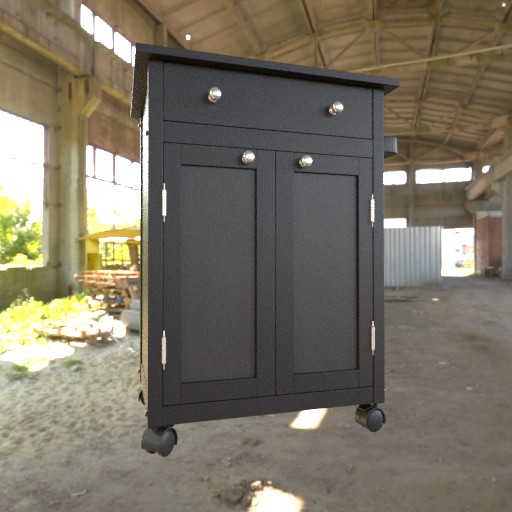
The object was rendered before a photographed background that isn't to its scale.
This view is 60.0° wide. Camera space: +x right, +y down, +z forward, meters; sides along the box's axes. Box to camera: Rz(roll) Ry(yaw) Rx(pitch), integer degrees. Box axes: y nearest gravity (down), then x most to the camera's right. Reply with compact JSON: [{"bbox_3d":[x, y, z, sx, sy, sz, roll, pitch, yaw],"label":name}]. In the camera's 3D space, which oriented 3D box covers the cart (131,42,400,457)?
[{"bbox_3d":[0.000,0.000,1.226,0.660,0.879,0.456,0,-1,-17],"label":"cart"}]
